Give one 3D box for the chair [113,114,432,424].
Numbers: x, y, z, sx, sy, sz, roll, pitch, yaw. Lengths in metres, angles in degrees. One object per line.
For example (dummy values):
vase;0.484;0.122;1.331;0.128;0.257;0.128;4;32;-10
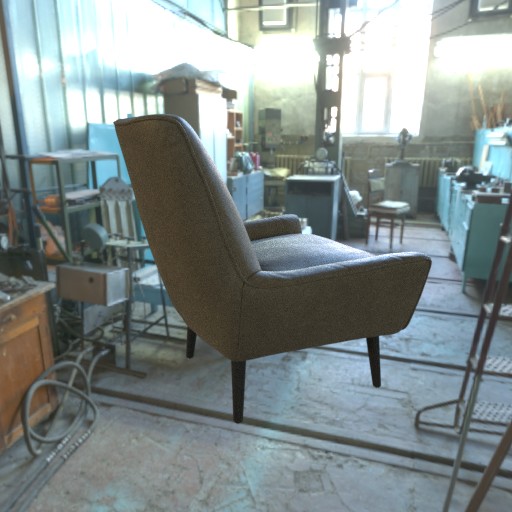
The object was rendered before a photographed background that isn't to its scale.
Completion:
chair;0.000;0.000;1.483;0.824;0.888;0.787;-8;17;-26
